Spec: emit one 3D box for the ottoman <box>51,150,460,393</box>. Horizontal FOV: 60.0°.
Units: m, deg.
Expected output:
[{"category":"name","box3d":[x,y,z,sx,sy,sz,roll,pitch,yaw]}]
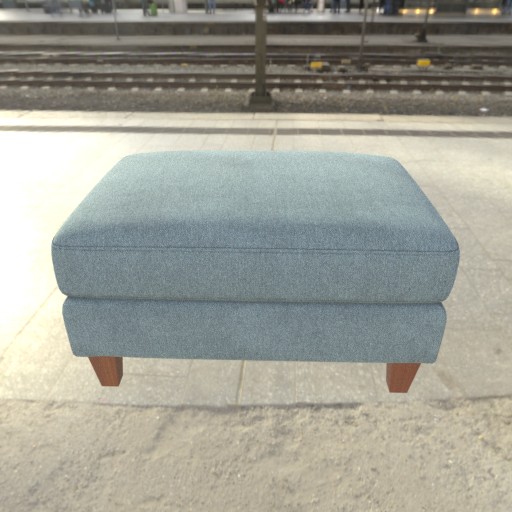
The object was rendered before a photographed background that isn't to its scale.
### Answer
[{"category":"ottoman","box3d":[0.000,0.000,1.212,0.864,0.483,0.584,1,31,1]}]
